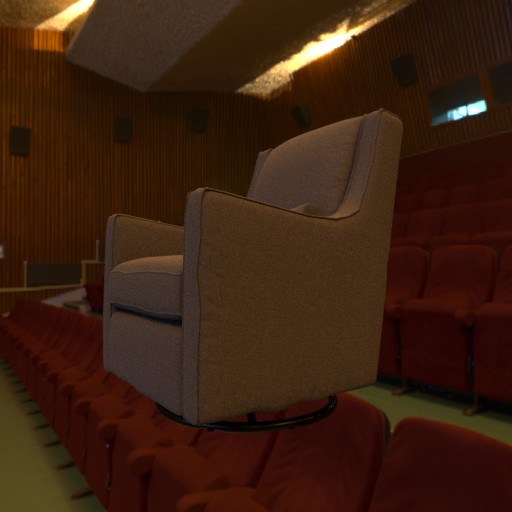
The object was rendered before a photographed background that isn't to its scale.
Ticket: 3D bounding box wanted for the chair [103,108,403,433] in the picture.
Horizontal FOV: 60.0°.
[{"bbox_3d":[0.000,0.000,1.550,0.879,0.993,0.732,1,-2,-35],"label":"chair"}]
